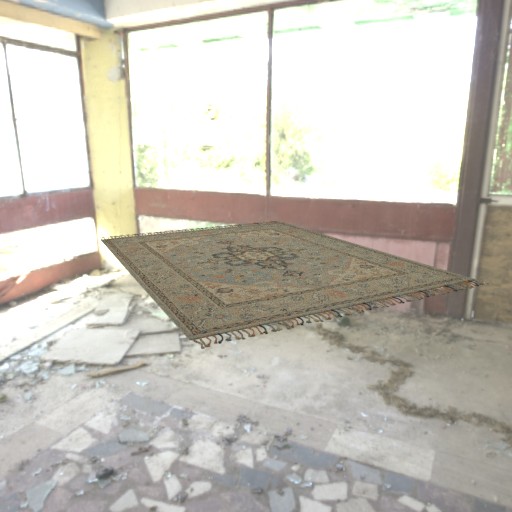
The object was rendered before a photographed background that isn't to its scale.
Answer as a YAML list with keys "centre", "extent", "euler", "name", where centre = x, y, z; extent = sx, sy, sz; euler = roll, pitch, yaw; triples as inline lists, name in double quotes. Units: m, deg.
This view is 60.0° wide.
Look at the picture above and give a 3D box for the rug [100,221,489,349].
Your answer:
- centre: [0.000, 0.000, 3.495]
  extent: [1.971, 0.010, 2.651]
  euler: [-7, 16, -27]
  name: "rug"
